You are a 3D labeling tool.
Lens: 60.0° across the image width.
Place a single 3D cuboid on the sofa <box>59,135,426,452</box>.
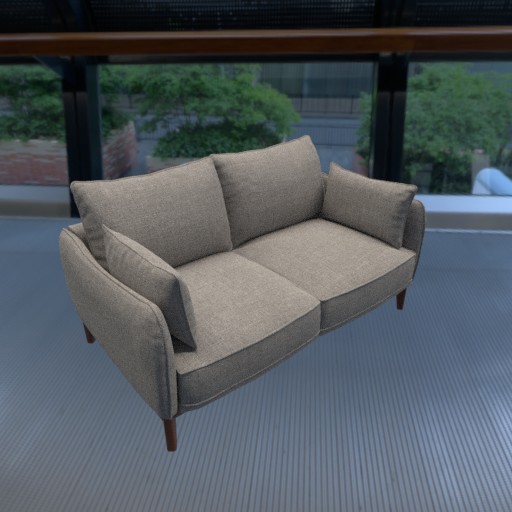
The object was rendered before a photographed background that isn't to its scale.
[{"bbox_3d":[0.000,0.000,2.159,1.580,0.851,0.972,-21,35,-34],"label":"sofa"}]
